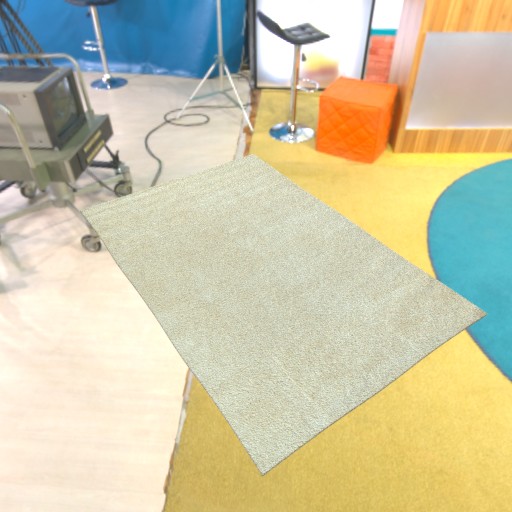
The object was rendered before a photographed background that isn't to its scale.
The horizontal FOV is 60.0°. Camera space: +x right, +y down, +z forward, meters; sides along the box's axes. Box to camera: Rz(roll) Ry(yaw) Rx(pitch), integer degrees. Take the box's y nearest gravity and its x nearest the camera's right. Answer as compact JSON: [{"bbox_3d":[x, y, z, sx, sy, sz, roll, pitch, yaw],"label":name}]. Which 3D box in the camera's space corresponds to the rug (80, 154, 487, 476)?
[{"bbox_3d":[0.000,0.000,3.350,1.800,0.025,2.699,-24,46,-26],"label":"rug"}]
